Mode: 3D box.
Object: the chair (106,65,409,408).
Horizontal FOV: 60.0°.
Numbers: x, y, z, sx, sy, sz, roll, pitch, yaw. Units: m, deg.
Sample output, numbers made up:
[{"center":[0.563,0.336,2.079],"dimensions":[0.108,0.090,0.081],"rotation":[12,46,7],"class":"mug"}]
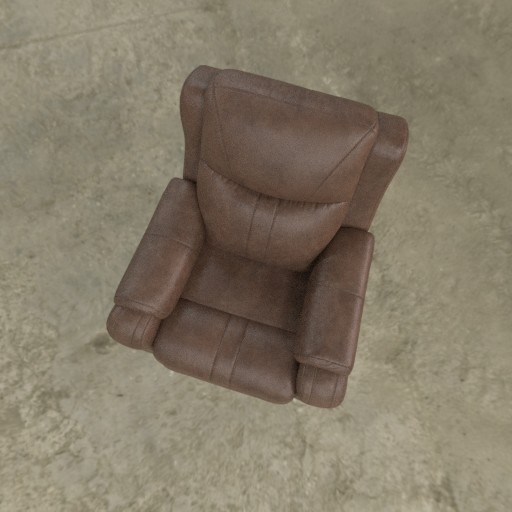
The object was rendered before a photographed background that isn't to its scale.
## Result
[{"center":[0.000,0.000,1.767],"dimensions":[0.940,0.990,1.067],"rotation":[17,76,4],"class":"chair"}]
